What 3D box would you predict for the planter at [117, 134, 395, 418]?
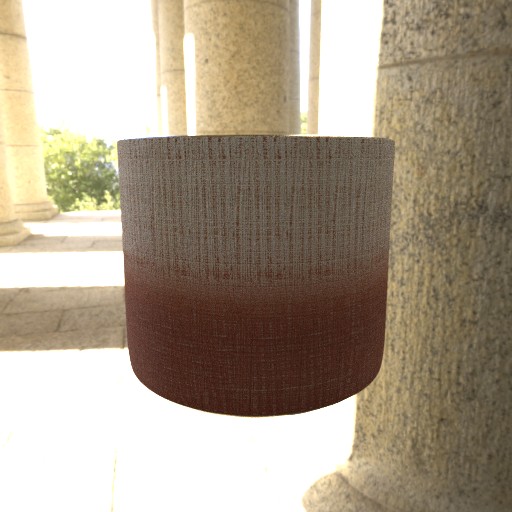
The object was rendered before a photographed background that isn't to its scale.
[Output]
[{"bbox_3d":[0.000,0.000,0.438,0.254,0.221,0.254,0,13,0],"label":"planter"}]
